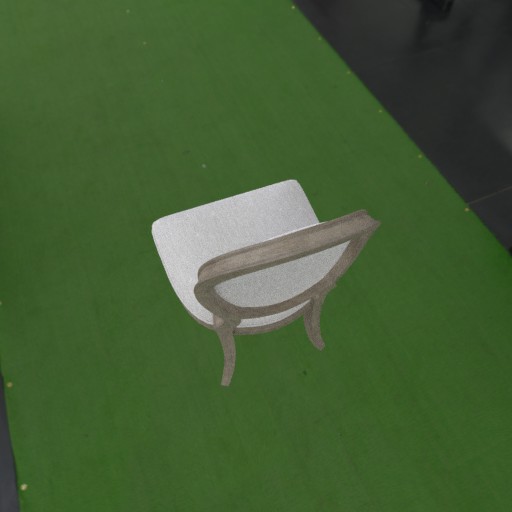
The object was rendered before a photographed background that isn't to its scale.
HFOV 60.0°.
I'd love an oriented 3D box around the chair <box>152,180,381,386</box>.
[{"bbox_3d":[0.000,0.000,1.355,0.558,0.990,0.602,-18,60,-11],"label":"chair"}]
